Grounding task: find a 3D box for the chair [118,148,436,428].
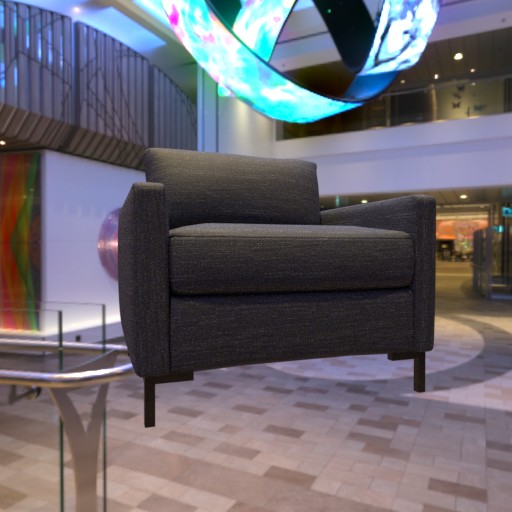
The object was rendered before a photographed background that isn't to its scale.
[{"bbox_3d":[0.000,0.000,1.644,0.963,0.861,0.866,0,1,-19],"label":"chair"}]
